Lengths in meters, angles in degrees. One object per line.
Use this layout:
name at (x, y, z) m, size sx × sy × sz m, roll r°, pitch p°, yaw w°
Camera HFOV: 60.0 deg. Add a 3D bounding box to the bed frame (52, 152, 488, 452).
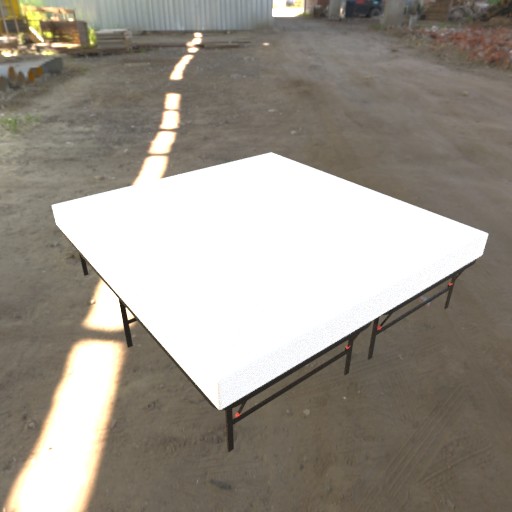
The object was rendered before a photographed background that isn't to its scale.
bed frame at (0.000, 0.000, 2.956) m, size 1.930 × 0.559 × 2.032 m, roll -21°, pitch 36°, yaw -32°
